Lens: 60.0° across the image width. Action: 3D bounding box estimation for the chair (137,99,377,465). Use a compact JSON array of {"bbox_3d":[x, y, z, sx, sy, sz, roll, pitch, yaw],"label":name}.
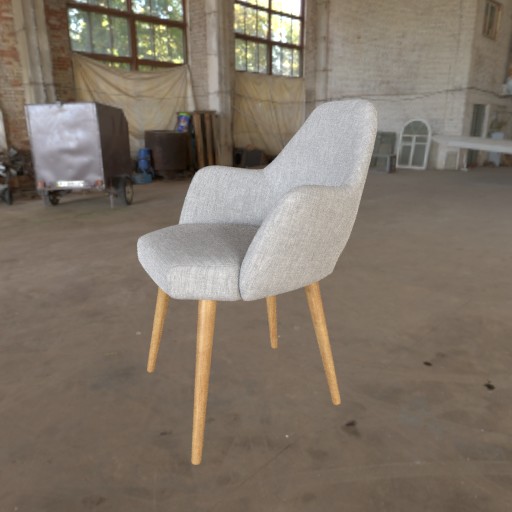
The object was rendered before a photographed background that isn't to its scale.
[{"bbox_3d":[0.000,0.000,1.249,0.610,0.840,0.590,-8,18,-25],"label":"chair"}]
